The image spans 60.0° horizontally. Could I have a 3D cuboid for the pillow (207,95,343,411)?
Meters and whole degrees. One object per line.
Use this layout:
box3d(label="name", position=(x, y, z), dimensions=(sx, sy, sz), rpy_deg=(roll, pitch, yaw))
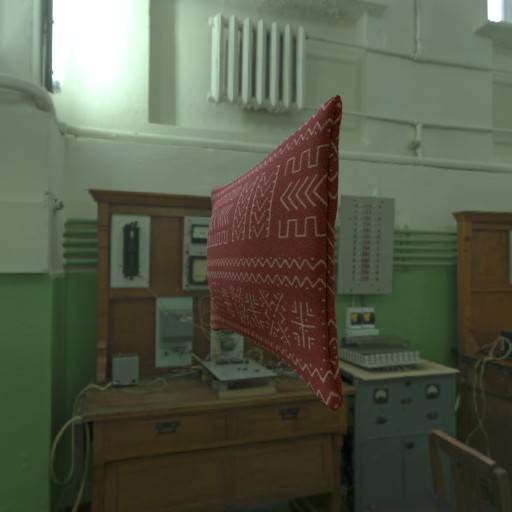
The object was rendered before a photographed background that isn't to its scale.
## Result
box3d(label="pillow", position=(0.000, 0.000, 0.792), dimensions=(0.130, 0.352, 0.640), rpy_deg=(0, -1, -18))
